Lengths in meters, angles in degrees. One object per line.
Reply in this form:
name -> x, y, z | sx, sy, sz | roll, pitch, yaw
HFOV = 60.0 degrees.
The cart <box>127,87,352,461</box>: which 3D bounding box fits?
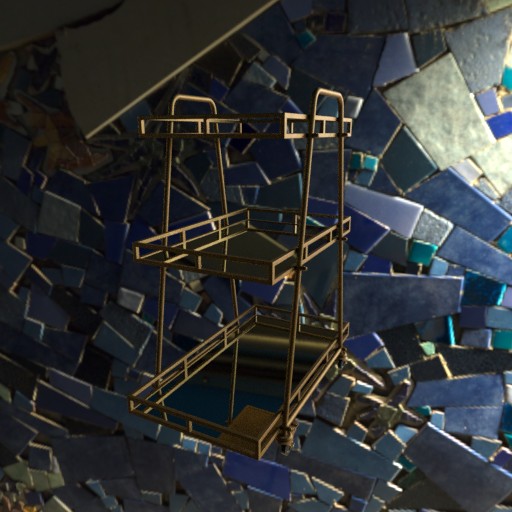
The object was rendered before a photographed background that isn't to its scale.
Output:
cart -> 0.000, 0.000, 1.276 | 0.441, 0.883, 0.711 | 8, 18, 26
